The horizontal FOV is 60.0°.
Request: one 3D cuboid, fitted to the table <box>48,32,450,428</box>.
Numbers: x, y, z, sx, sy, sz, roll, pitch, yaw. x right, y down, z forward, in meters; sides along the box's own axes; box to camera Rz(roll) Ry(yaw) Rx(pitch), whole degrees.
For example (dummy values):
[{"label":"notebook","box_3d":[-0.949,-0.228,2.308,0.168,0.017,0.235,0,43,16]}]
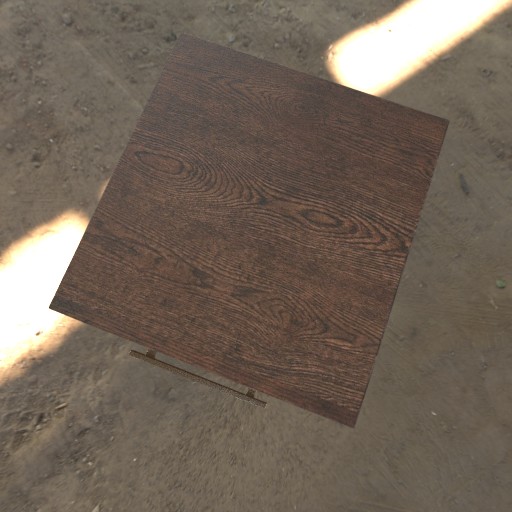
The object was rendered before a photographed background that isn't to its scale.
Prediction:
[{"label":"table","box_3d":[0.000,0.000,1.012,0.506,0.582,0.566,20,78,5]}]
